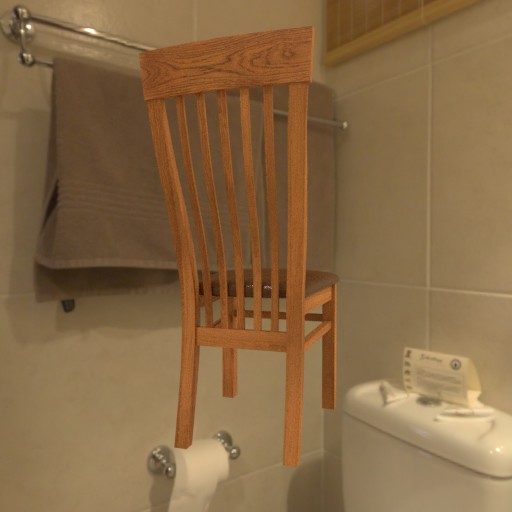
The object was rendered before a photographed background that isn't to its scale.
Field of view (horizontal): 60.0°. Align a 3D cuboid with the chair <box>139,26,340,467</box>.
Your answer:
[{"bbox_3d":[0.000,0.000,1.338,0.450,1.050,0.580,0,1,18],"label":"chair"}]
